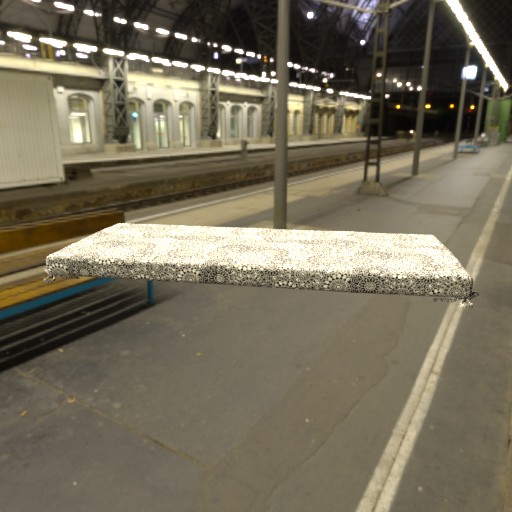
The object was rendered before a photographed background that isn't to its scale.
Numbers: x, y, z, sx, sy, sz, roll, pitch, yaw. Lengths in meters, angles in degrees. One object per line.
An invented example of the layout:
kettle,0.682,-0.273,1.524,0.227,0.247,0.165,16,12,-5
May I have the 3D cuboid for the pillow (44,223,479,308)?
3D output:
pillow,0.000,0.000,1.360,1.187,0.081,0.492,3,17,9
